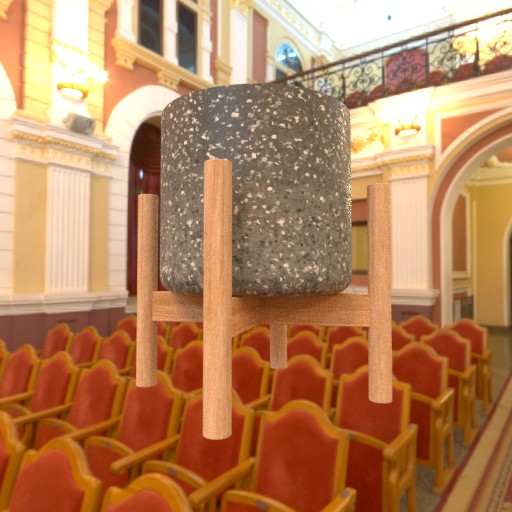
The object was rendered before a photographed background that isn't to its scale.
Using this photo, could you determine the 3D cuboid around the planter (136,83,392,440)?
[{"bbox_3d":[0.000,0.000,0.526,0.284,0.320,0.284,-2,-3,36],"label":"planter"}]
